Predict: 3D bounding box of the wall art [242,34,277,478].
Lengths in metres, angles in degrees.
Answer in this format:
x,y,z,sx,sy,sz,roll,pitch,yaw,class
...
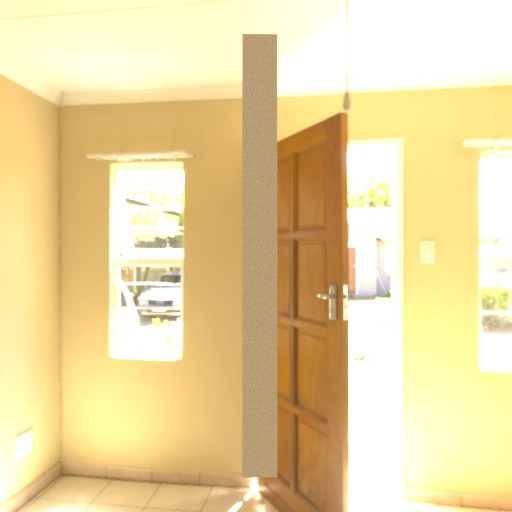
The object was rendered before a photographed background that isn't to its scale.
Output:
x,y,z,sx,sy,sz,roll,pitch,yaw,class
0.000,0.000,0.456,0.024,0.304,0.304,0,0,-1,wall art
